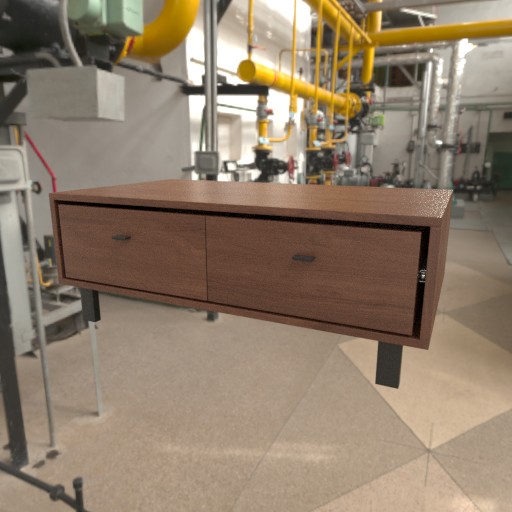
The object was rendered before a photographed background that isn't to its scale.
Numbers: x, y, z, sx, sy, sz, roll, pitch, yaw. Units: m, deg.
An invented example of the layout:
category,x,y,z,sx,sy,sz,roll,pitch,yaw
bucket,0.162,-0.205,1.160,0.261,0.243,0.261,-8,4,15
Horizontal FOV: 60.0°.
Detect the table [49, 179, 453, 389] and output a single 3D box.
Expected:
category,x,y,z,sx,sy,sz,roll,pitch,yaw
table,0.000,0.000,1.318,1.020,0.380,0.600,7,15,24
